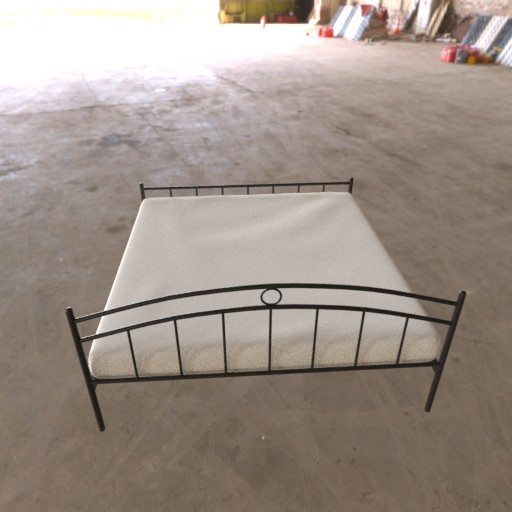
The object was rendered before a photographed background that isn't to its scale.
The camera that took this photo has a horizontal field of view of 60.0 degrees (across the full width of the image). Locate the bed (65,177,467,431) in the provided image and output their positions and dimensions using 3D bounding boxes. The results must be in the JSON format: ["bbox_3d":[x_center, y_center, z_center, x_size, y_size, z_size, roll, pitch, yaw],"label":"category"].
[{"bbox_3d":[0.000,0.000,3.116,1.880,0.940,2.040,-2,32,-3],"label":"bed"}]
